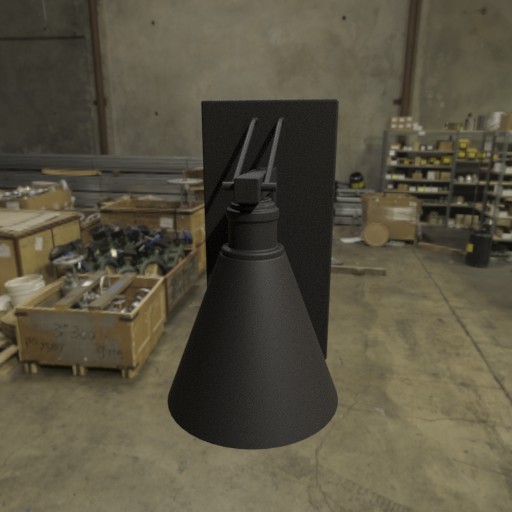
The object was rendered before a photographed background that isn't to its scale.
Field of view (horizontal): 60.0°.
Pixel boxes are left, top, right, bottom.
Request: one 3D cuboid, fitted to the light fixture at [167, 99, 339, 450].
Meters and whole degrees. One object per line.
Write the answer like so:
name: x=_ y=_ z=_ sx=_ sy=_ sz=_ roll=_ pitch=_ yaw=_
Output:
light fixture: x=0.000 y=0.000 z=0.430 sx=0.170 sy=0.298 sz=0.207 roll=3 pitch=16 yaw=9
